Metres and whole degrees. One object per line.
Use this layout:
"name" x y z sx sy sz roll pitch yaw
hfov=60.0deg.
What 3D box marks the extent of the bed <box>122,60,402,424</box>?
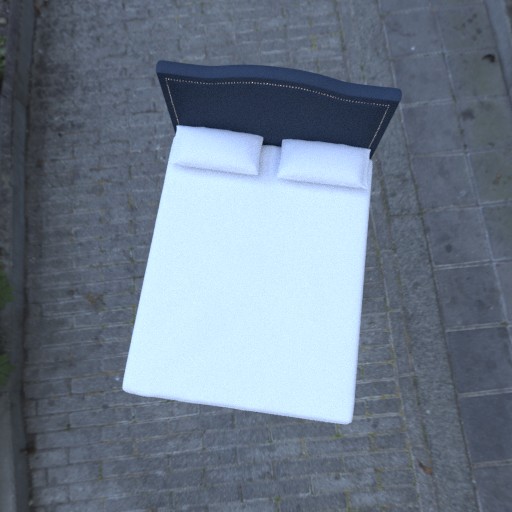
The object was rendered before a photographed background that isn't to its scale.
"bed" 0.000 0.000 3.367 1.821 1.436 2.282 8 75 2
